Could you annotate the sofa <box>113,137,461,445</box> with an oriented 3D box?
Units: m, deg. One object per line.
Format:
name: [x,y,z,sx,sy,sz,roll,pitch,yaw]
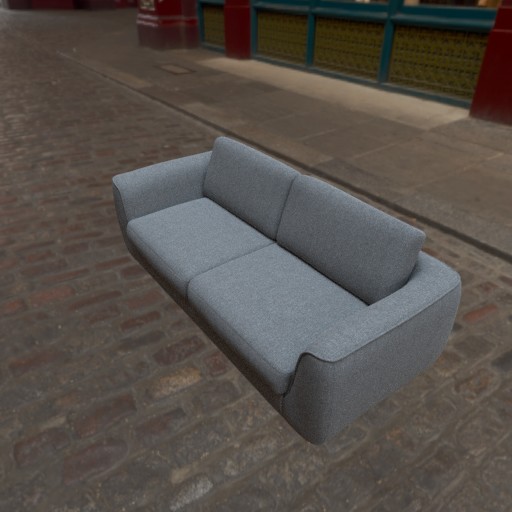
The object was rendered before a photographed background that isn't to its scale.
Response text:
sofa: [0.000,0.000,2.442,0.920,0.870,2.000,-22,39,-30]
